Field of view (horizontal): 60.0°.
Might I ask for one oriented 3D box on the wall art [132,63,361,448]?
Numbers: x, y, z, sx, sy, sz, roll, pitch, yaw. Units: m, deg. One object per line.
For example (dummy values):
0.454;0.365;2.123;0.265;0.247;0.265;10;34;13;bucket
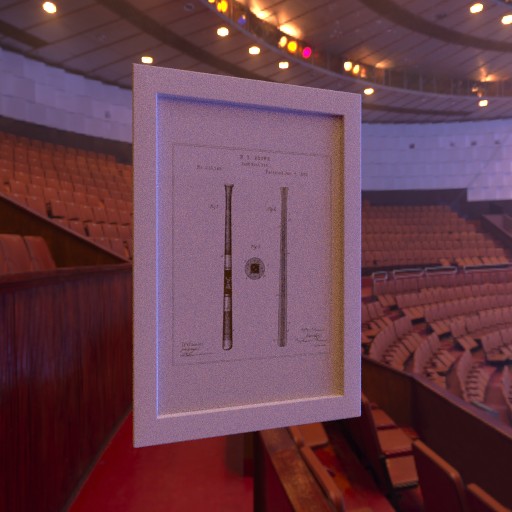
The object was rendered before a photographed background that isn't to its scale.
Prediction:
0.000;0.000;0.614;0.329;0.482;0.011;0;0;-19;wall art
